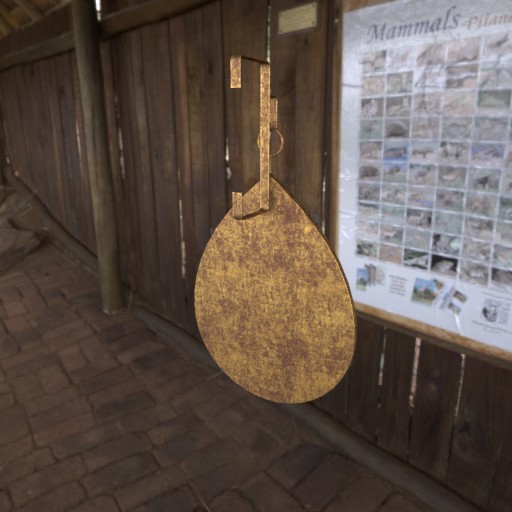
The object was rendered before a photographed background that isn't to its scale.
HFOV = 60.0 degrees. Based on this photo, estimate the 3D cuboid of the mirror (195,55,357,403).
[{"bbox_3d":[0.000,0.000,0.912,0.405,0.744,0.144,9,19,28],"label":"mirror"}]
